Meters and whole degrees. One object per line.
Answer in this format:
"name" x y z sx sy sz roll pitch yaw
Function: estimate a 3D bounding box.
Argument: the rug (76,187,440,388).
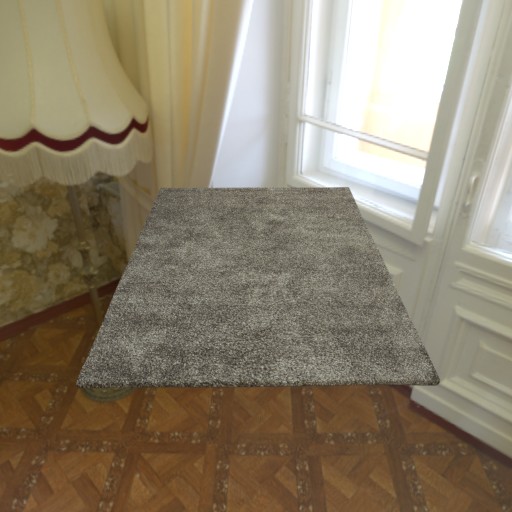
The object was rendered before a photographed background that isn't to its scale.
"rug" 0.000 0.000 2.133 1.198 0.025 1.601 0 32 -1
